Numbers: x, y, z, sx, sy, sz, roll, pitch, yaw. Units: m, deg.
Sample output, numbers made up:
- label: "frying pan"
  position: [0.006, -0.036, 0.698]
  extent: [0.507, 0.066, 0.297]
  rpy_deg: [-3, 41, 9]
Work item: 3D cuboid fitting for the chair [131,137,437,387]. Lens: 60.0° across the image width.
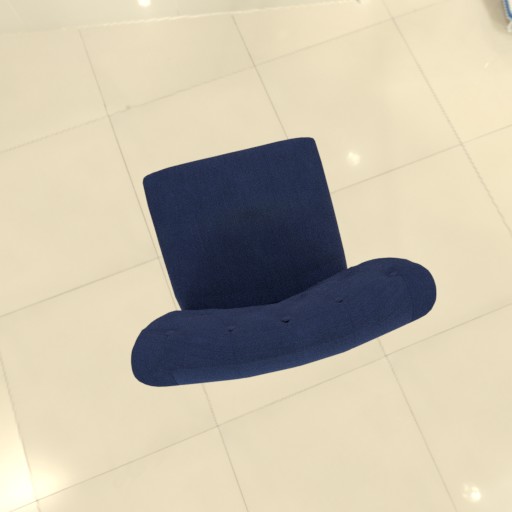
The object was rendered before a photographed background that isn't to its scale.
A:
- label: "chair"
  position: [0.000, 0.000, 1.218]
  extent: [0.585, 0.753, 0.606]
  rpy_deg: [-14, 77, -3]
